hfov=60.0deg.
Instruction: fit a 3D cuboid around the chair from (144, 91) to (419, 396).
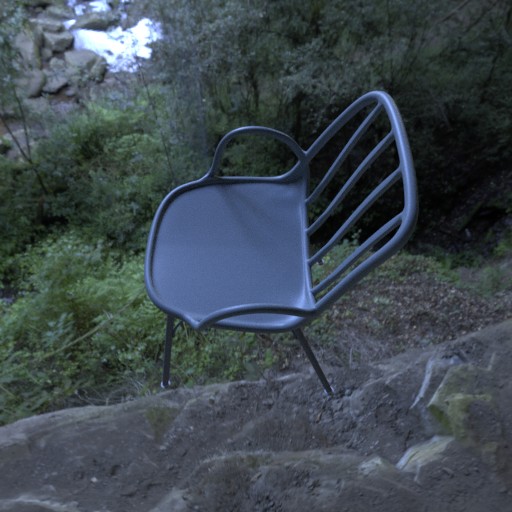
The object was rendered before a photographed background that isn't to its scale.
[{"bbox_3d":[0.000,0.000,1.196,0.597,0.816,0.549,1,57,1],"label":"chair"}]
